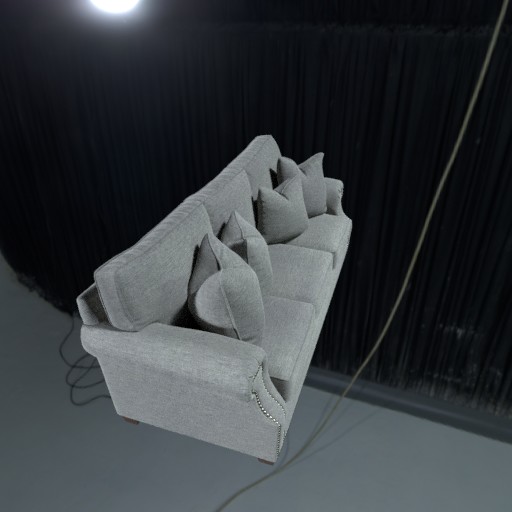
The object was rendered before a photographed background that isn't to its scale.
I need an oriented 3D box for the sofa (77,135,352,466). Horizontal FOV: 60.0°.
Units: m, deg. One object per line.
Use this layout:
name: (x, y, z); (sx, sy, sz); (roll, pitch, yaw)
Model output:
sofa: (0.000, 0.000, 2.833); (0.965, 0.975, 2.312); (10, 32, 16)
